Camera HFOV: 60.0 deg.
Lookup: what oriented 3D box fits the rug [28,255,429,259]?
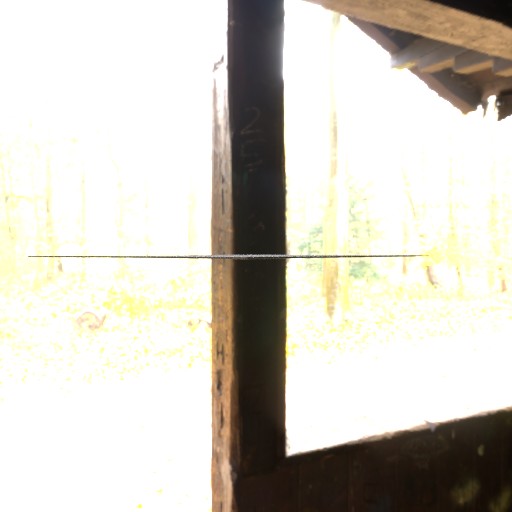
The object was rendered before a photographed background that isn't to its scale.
[{"bbox_3d":[0.000,0.000,4.381,2.393,0.013,3.307,0,0,37],"label":"rug"}]
